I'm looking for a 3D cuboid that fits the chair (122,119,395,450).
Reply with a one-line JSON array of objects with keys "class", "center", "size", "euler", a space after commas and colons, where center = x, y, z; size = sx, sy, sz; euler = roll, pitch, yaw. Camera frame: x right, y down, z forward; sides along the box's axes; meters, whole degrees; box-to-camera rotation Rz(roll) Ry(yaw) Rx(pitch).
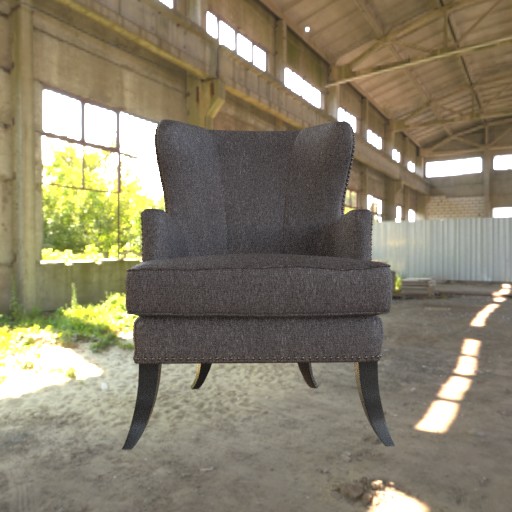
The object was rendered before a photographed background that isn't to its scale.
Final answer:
[{"class": "chair", "center": [0.000, 0.000, 1.574], "size": [0.759, 1.060, 0.758], "euler": [0, 0, -2]}]
